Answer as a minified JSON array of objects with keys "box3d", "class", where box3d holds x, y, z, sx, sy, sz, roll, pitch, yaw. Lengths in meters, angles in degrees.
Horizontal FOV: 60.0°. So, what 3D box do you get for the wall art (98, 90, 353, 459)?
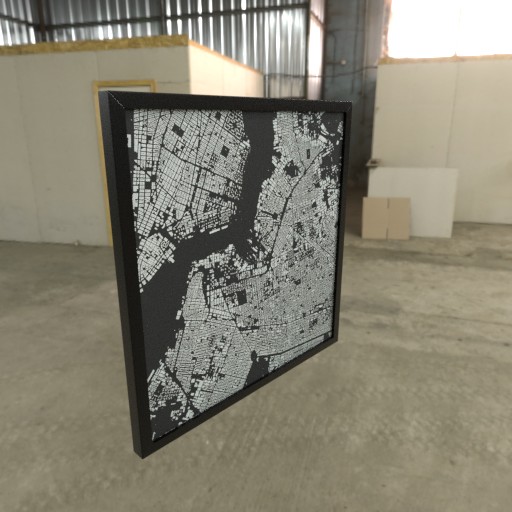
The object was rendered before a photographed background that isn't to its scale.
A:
[{"box3d":[0.000,0.000,1.131,0.038,0.761,0.755,16,23,42],"class":"wall art"}]
